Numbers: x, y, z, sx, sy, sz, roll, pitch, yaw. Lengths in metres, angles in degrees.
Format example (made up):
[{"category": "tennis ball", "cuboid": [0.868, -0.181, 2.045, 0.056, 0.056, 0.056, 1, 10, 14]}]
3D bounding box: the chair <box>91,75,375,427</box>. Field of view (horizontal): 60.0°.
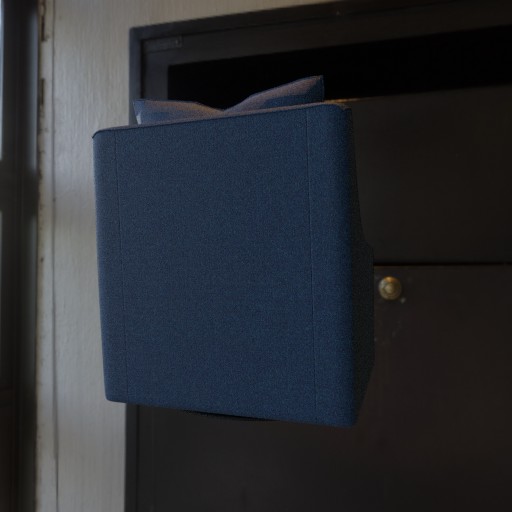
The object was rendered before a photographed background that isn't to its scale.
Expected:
[{"category": "chair", "cuboid": [0.000, 0.000, 1.557, 0.750, 0.939, 0.870, -1, -2, 18]}]
